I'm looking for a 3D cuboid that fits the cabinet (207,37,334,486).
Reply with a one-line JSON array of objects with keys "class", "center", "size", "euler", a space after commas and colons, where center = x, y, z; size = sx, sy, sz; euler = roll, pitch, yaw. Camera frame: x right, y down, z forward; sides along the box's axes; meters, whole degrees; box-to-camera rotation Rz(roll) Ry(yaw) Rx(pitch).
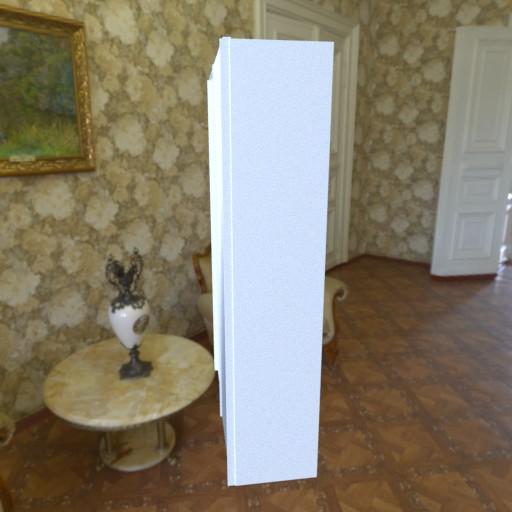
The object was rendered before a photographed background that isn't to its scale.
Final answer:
[{"class": "cabinet", "center": [0.000, 0.000, 2.687], "size": [0.480, 2.160, 1.250], "euler": [-2, 14, -8]}]
